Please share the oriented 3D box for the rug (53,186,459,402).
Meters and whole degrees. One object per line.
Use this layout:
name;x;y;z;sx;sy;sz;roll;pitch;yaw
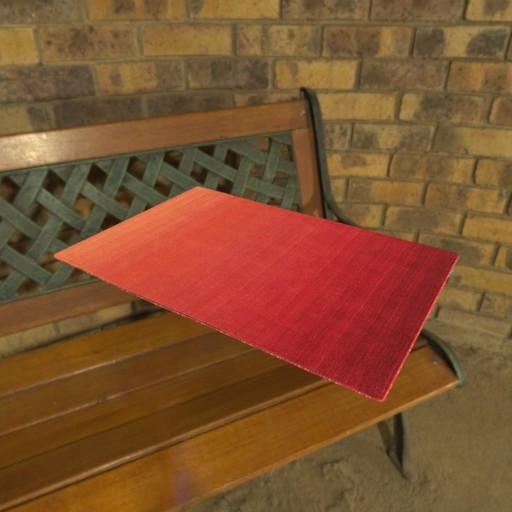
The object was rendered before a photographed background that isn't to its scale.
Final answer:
rug;0.000;0.000;2.392;1.835;0.018;1.230;18;35;28
